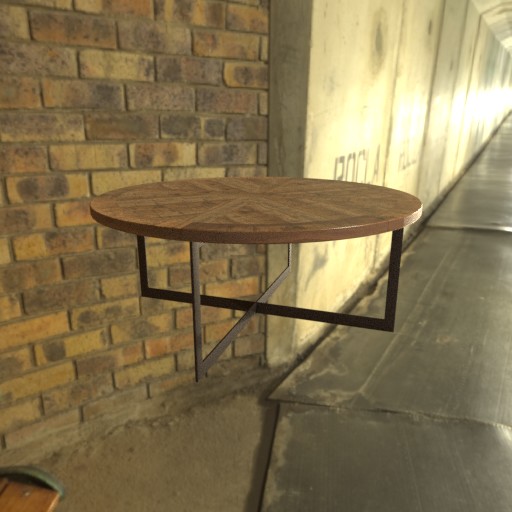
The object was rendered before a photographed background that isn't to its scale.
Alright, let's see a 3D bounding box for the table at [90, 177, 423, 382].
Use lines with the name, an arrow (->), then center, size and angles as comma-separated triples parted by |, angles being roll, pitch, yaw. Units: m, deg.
table -> 0.000, 0.000, 1.860 | 1.264, 0.516, 1.264 | 0, 17, 0
